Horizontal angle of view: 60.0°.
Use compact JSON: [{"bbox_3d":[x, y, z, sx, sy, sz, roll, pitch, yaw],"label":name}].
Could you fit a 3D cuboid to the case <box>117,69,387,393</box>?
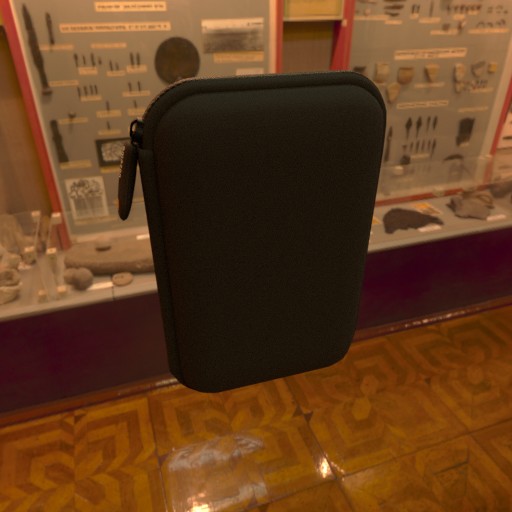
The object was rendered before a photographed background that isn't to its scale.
[{"bbox_3d":[0.000,0.000,0.192,0.107,0.147,0.030,-9,33,-14],"label":"case"}]
